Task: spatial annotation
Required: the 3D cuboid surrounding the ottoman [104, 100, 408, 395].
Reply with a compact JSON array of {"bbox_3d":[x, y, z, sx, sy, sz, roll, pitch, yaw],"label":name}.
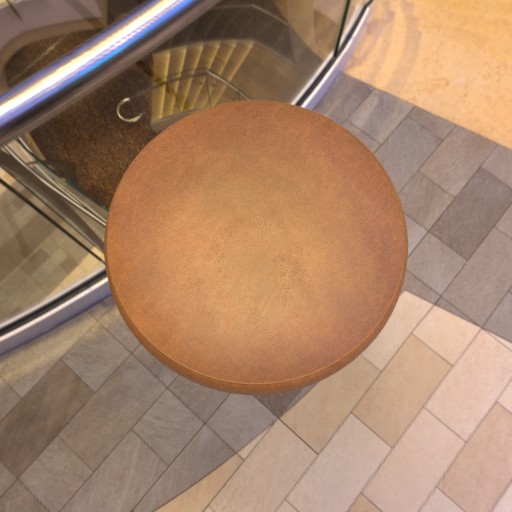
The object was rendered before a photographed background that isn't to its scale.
[{"bbox_3d":[0.000,0.000,1.025,0.607,0.438,0.607,0,74,0],"label":"ottoman"}]
